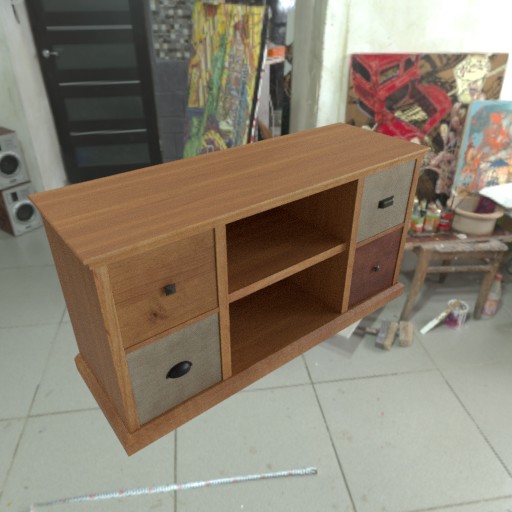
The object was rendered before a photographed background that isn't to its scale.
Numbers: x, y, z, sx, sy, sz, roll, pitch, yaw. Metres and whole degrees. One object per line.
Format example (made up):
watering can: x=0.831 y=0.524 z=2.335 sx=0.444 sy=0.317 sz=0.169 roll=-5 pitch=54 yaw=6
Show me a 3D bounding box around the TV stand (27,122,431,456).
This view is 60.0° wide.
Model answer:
TV stand: x=0.000 y=0.000 z=1.470 sx=1.181 sy=0.607 sz=0.417 roll=-22 pitch=38 yaw=-32
